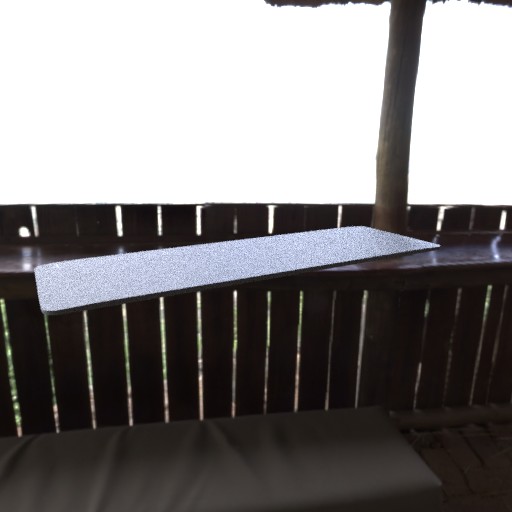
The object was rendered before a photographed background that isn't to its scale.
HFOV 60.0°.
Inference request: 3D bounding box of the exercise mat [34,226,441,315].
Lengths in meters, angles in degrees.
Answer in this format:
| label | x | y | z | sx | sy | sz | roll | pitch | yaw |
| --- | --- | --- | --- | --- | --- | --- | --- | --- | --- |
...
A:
| label | x | y | z | sx | sy | sz | roll | pitch | yaw |
| --- | --- | --- | --- | --- | --- | --- | --- | --- | --- |
| exercise mat | 0.000 | 0.000 | 2.105 | 1.884 | 0.021 | 0.616 | -8 | 17 | -27 |
